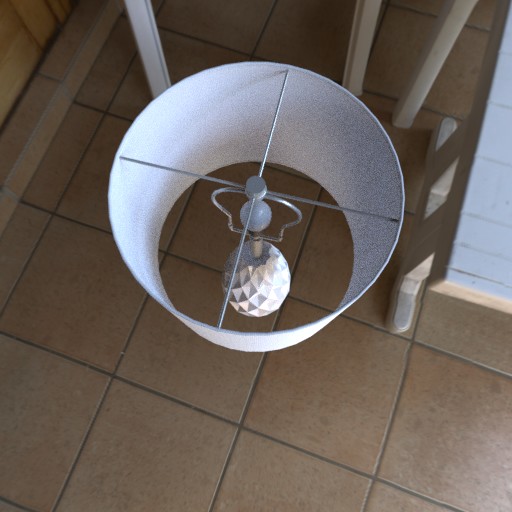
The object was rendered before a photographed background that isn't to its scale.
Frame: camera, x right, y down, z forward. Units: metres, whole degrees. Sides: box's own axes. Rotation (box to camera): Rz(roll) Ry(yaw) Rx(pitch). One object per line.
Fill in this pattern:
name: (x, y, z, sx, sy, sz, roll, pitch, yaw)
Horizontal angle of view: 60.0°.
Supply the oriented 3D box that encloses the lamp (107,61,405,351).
lamp: (0.000, 0.000, 0.690, 0.297, 0.522, 0.297, 0, 74, 0)
